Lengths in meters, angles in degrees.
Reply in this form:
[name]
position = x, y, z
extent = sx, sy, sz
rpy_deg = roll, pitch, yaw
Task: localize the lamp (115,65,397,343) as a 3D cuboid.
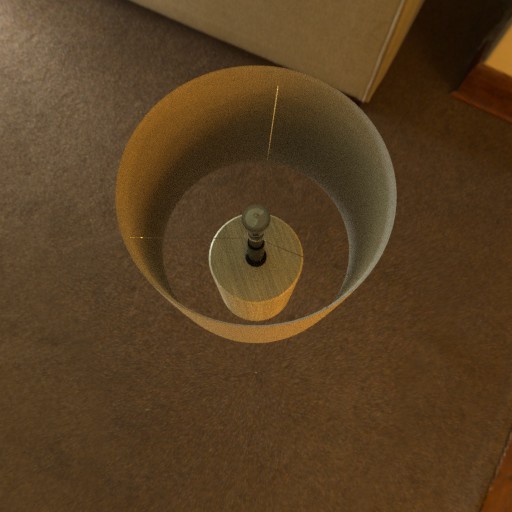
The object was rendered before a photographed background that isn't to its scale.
[lamp]
position = 0.000, 0.000, 0.571
extent = 0.228, 0.444, 0.228
rpy_deg = -19, 76, -5
